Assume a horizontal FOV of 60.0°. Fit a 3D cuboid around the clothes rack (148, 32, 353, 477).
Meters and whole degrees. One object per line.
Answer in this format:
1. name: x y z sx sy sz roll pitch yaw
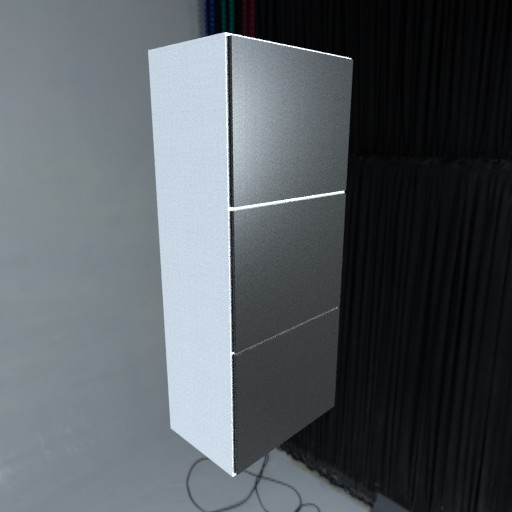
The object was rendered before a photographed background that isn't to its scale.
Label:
1. clothes rack: 0.000 0.000 1.416 0.330 1.187 0.500 15 21 43
